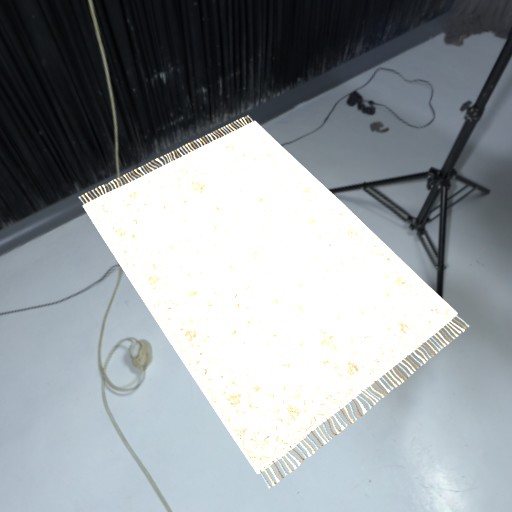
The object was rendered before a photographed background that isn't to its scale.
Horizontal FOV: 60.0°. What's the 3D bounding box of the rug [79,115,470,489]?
[{"bbox_3d":[0.000,0.000,2.348,1.218,0.017,1.861,-31,63,-18],"label":"rug"}]
